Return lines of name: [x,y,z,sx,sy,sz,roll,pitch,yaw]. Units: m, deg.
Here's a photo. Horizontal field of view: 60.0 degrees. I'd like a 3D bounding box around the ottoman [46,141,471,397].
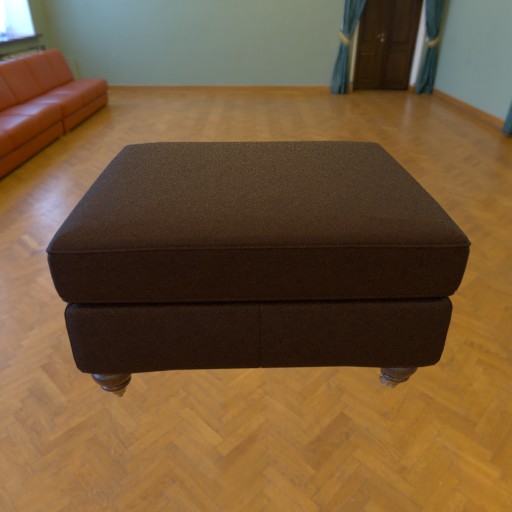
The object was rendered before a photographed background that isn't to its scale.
ottoman: [0.000,0.000,1.763,1.187,0.730,0.967,-1,30,-1]
